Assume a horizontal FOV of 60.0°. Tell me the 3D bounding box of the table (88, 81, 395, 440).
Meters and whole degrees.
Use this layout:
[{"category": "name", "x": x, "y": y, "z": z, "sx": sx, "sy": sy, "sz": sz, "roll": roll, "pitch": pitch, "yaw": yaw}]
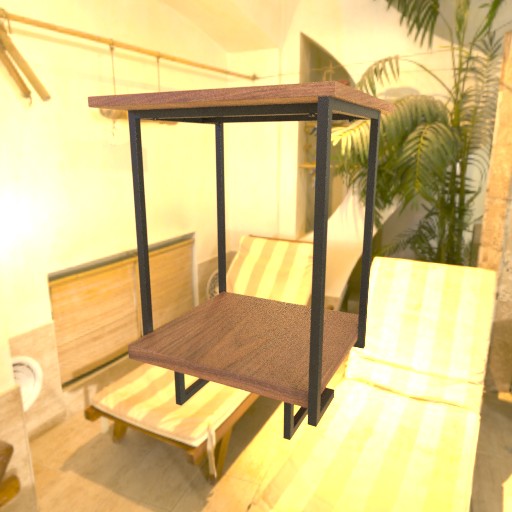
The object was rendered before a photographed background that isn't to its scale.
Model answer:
[{"category": "table", "x": 0.000, "y": 0.000, "z": 0.855, "sx": 0.411, "sy": 0.567, "sz": 0.384, "roll": 7, "pitch": 16, "yaw": 26}]
